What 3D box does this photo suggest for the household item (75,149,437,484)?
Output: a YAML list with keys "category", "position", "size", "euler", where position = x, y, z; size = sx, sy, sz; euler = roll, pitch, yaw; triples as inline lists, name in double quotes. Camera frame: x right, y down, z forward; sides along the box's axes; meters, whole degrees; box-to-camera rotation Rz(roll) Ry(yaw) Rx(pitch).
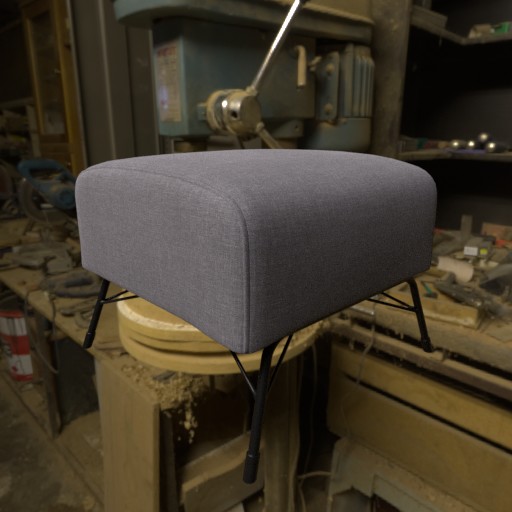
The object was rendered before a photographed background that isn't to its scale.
- category: "household item"
  position: [0.000, 0.000, 0.882]
  size: [0.530, 0.410, 0.530]
  euler: [-15, 22, -42]
